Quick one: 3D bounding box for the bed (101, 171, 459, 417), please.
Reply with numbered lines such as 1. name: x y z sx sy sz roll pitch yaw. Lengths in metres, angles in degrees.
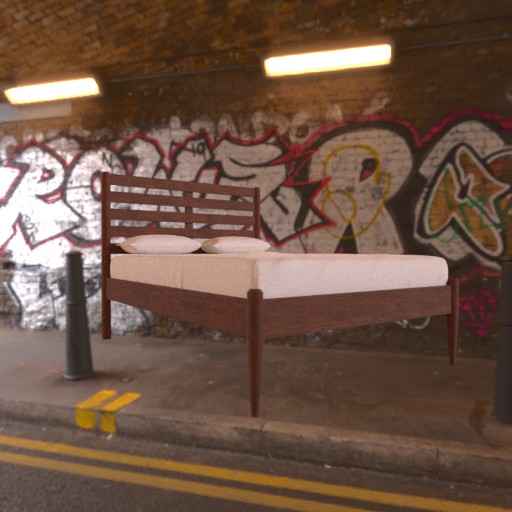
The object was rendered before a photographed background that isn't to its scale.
1. bed: 0.000 0.000 3.054 1.509 1.304 2.093 0 1 -35
